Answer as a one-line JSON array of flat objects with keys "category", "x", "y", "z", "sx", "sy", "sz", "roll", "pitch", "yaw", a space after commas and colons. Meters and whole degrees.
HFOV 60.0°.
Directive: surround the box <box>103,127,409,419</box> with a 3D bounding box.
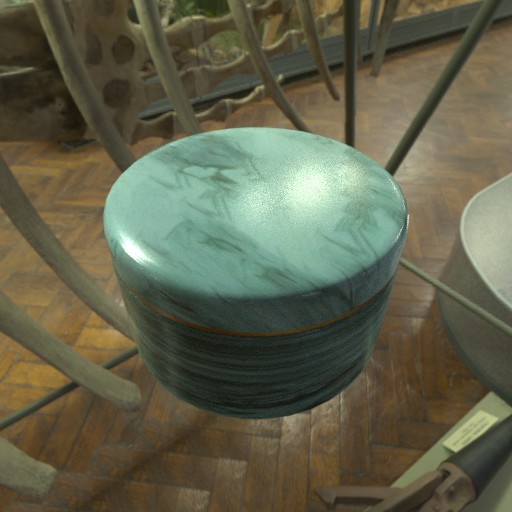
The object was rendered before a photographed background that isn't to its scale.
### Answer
[{"category": "box", "x": 0.000, "y": 0.000, "z": 0.168, "sx": 0.101, "sy": 0.063, "sz": 0.101, "roll": 0, "pitch": 41, "yaw": 0}]
